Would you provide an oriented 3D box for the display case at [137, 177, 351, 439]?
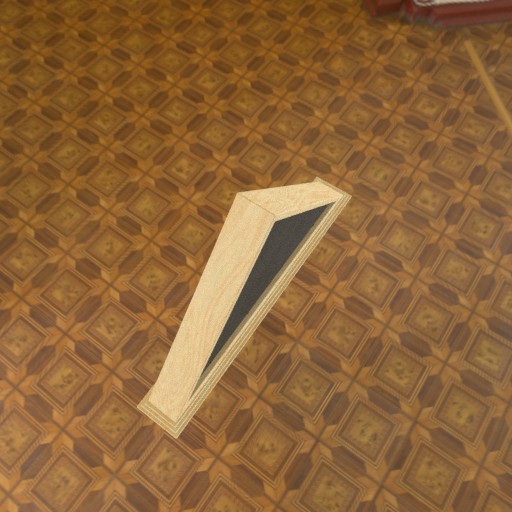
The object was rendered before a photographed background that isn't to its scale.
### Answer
[{"bbox_3d":[0.000,0.000,0.782,0.095,0.340,0.640,32,69,14],"label":"display case"}]
